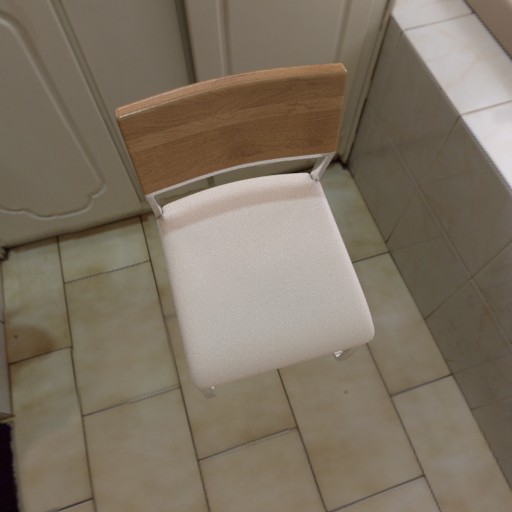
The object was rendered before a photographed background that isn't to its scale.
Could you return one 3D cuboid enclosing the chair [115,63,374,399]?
[{"bbox_3d":[0.000,0.000,1.175,0.467,0.844,0.585,-14,65,-7],"label":"chair"}]
